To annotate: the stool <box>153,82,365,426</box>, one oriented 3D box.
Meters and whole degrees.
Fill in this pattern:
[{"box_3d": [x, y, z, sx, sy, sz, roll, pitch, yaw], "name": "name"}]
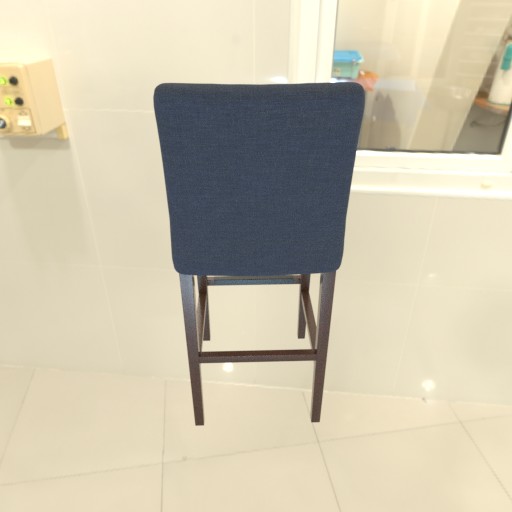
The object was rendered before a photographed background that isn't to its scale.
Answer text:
[{"box_3d": [0.000, 0.000, 1.347, 0.470, 1.078, 0.577, -1, 31, -2], "name": "stool"}]
